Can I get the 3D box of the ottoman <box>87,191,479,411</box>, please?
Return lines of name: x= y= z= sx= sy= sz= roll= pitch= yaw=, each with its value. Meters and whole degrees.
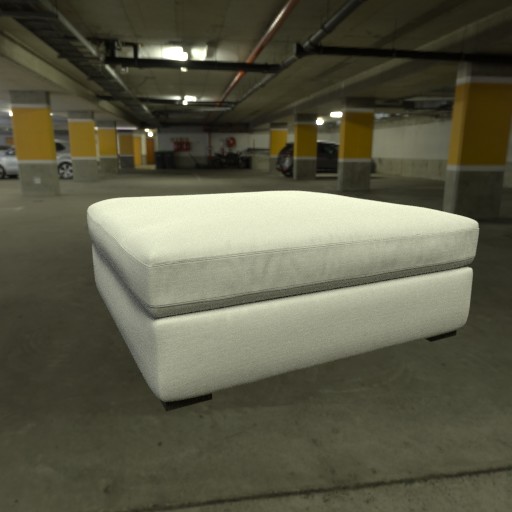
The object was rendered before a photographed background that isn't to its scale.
ottoman: x=0.000 y=0.000 z=1.775 sx=1.163 sy=0.482 sz=1.167 roll=-7 pitch=15 yaw=-26
